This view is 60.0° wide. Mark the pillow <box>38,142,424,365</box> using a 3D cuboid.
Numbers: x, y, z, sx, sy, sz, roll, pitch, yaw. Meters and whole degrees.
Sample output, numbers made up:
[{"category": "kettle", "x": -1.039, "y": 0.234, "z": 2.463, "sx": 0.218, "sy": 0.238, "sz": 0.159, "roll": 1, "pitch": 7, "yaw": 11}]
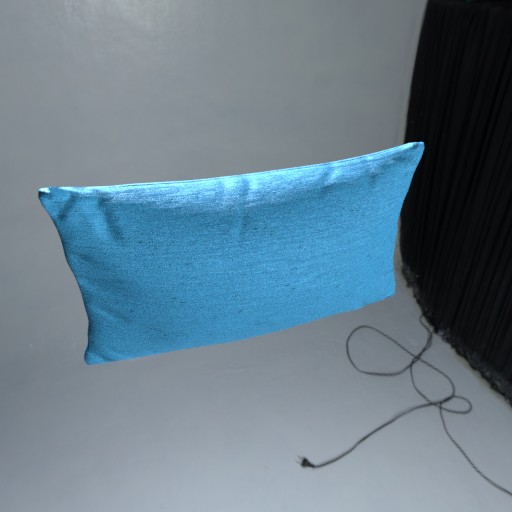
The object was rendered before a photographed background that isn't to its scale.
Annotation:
[{"category": "pillow", "x": 0.000, "y": 0.000, "z": 0.775, "sx": 0.633, "sy": 0.338, "sz": 0.210, "roll": -10, "pitch": 34, "yaw": -16}]
